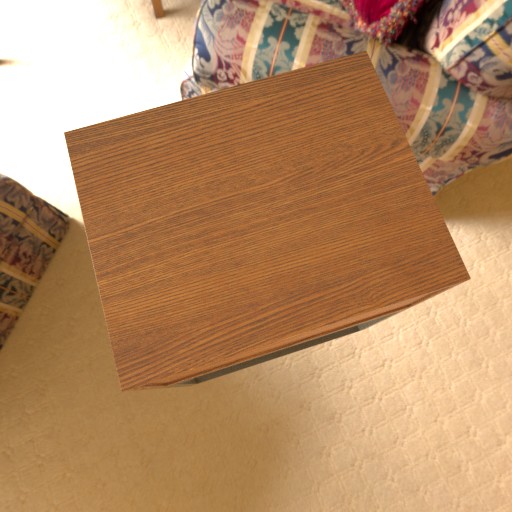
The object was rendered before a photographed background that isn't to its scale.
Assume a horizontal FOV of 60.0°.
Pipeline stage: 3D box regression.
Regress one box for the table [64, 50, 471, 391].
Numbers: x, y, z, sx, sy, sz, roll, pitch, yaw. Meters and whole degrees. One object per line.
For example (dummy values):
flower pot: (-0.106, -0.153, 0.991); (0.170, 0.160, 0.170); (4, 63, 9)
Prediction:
table: (0.000, 0.000, 0.922); (0.482, 0.610, 0.400); (-17, 75, -5)
